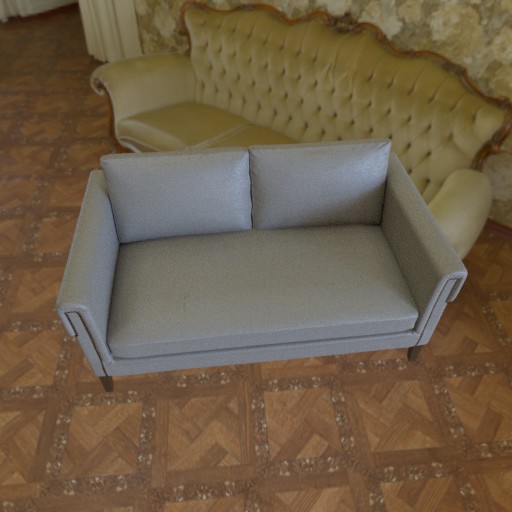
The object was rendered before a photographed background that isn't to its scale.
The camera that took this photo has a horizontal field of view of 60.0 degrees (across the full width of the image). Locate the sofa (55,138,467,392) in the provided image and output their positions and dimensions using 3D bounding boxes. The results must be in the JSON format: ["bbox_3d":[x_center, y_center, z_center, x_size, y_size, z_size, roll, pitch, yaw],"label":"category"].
[{"bbox_3d":[0.000,0.000,2.143,1.598,0.873,0.899,-5,45,-5],"label":"sofa"}]
